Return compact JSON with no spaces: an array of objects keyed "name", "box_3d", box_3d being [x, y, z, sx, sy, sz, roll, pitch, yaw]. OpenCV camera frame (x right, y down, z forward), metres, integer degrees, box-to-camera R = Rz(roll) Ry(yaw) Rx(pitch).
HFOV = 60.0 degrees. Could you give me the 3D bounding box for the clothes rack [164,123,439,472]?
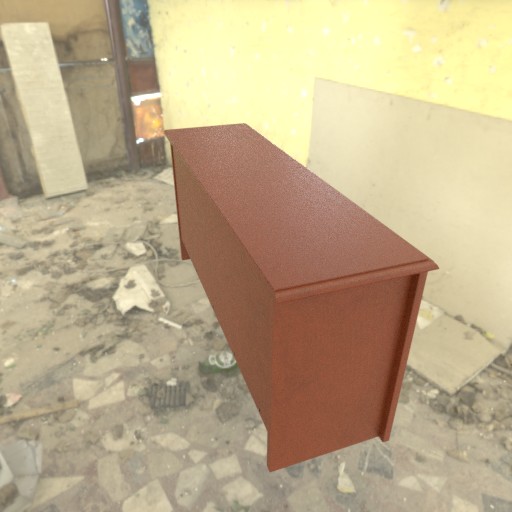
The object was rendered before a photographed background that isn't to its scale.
[{"name":"clothes rack","box_3d":[0.000,0.000,1.517,0.362,0.594,1.251,-10,32,-17]}]
